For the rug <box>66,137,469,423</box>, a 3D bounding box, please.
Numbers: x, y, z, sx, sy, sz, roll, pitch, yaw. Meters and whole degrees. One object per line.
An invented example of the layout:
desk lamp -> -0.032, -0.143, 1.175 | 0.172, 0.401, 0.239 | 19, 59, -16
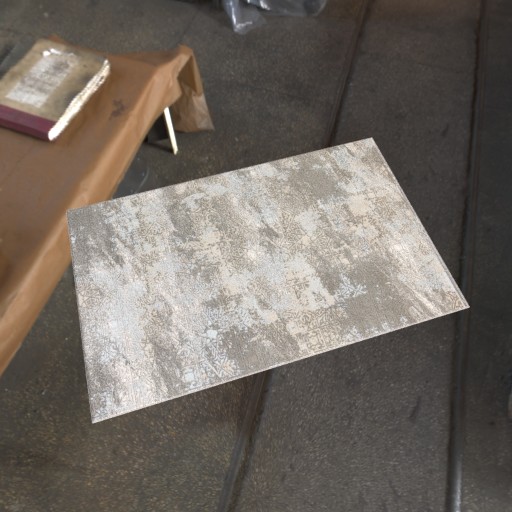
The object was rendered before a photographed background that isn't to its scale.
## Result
rug -> 0.000, 0.000, 3.058 | 2.431, 0.012, 1.536 | -15, 62, -8
